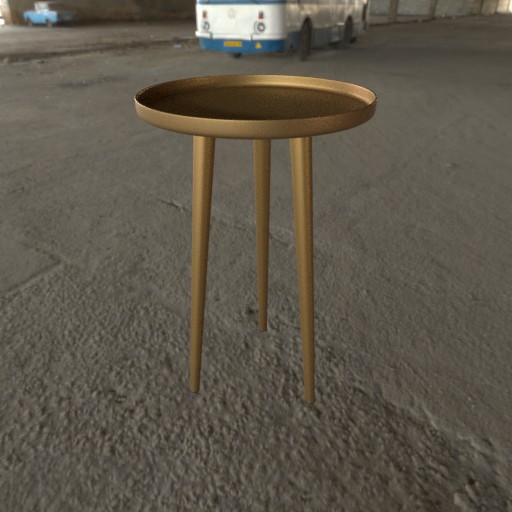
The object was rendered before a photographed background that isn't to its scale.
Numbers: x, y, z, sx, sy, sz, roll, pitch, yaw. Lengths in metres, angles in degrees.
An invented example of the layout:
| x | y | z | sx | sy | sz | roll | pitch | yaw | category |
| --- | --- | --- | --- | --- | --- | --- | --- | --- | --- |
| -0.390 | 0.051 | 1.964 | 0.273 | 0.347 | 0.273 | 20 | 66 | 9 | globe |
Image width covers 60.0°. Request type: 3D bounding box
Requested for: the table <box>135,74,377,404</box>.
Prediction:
| x | y | z | sx | sy | sz | roll | pitch | yaw | category |
| --- | --- | --- | --- | --- | --- | --- | --- | --- | --- |
| 0.000 | 0.000 | 0.681 | 0.299 | 0.480 | 0.299 | 19 | 35 | 29 | table |
